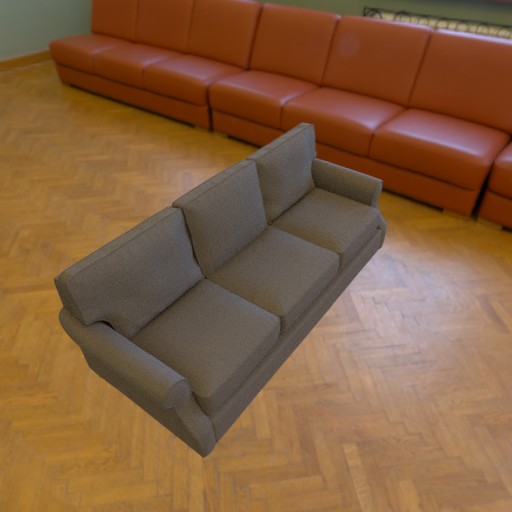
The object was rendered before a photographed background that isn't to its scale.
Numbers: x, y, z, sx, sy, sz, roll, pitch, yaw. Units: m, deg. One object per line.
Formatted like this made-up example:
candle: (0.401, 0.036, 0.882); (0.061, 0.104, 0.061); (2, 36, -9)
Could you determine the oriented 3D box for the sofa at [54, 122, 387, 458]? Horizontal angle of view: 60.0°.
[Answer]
sofa: (0.000, 0.000, 2.878); (0.966, 0.948, 2.353); (25, 46, 27)
